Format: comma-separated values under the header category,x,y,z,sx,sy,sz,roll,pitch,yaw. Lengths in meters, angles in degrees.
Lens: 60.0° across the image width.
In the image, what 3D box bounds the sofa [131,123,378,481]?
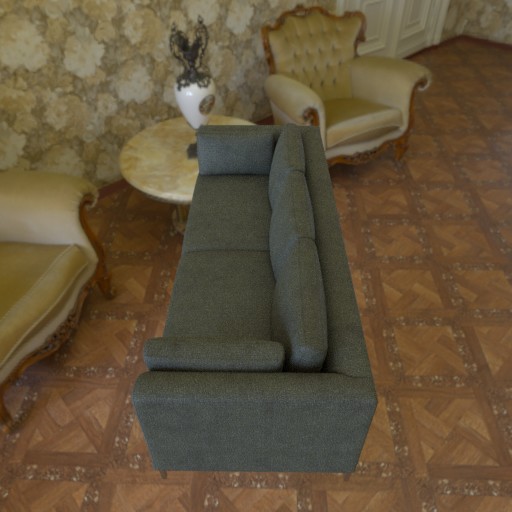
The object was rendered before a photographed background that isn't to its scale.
category,x,y,z,sx,sy,sz,roll,pitch,yaw
sofa,0.000,0.000,2.806,0.969,0.867,2.415,0,41,1
